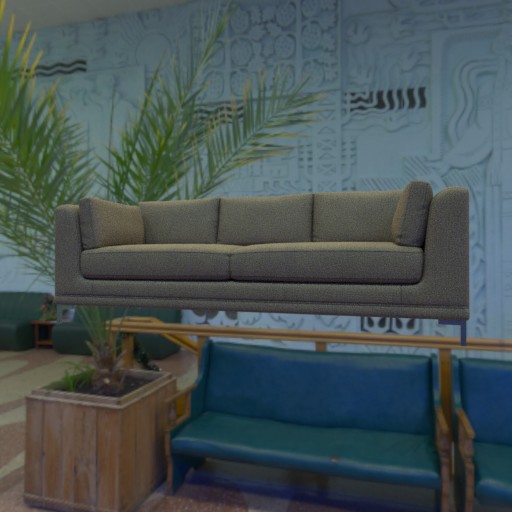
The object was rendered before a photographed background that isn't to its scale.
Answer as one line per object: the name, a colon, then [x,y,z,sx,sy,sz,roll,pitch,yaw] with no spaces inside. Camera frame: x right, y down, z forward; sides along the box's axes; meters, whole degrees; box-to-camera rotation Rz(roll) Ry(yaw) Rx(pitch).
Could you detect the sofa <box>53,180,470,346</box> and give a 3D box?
sofa: [0.000,0.000,2.895,2.415,0.867,0.969,0,0,18]
